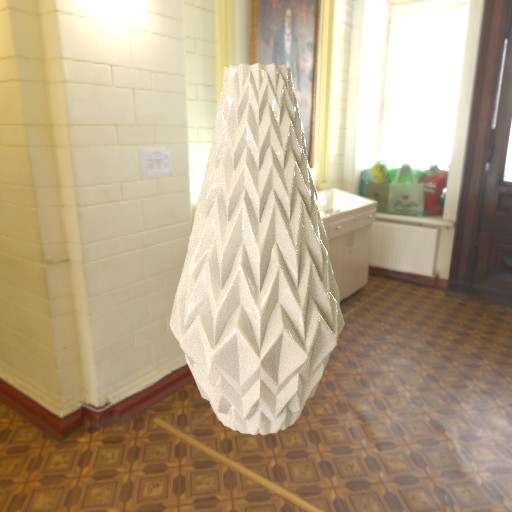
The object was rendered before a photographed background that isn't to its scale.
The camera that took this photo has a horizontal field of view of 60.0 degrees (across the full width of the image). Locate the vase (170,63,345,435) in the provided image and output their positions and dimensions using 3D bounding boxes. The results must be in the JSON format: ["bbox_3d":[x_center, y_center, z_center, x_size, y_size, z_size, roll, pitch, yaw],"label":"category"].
[{"bbox_3d":[0.000,0.000,0.416,0.167,0.328,0.167,0,16,0],"label":"vase"}]
